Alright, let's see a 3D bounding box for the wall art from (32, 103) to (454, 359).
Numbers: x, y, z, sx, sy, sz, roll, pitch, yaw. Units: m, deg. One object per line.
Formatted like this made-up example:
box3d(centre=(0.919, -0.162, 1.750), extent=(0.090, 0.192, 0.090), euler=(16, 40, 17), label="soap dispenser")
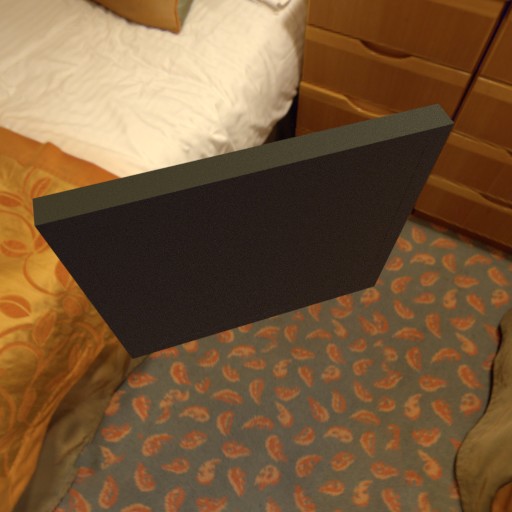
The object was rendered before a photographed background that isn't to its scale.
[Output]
box3d(centre=(0.000, 0.000, 0.532), extent=(0.381, 0.330, 0.029), euler=(-15, 60, -9), label="wall art")
